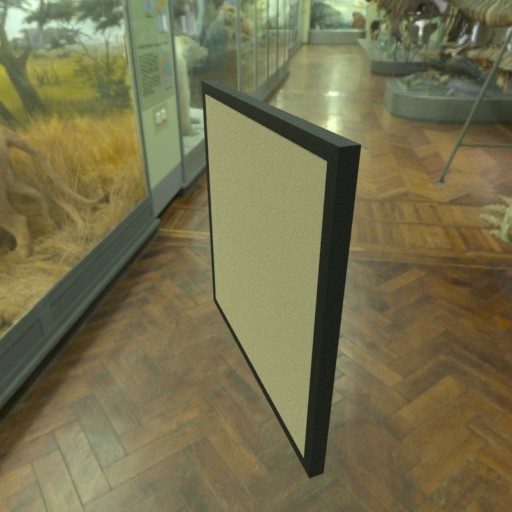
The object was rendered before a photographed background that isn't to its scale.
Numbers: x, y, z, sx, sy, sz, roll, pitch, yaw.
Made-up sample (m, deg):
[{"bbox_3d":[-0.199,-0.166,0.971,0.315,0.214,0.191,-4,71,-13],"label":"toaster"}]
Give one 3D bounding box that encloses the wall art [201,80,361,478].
[{"bbox_3d":[0.000,0.000,0.458,0.015,0.304,0.306,-11,31,-19],"label":"wall art"}]
